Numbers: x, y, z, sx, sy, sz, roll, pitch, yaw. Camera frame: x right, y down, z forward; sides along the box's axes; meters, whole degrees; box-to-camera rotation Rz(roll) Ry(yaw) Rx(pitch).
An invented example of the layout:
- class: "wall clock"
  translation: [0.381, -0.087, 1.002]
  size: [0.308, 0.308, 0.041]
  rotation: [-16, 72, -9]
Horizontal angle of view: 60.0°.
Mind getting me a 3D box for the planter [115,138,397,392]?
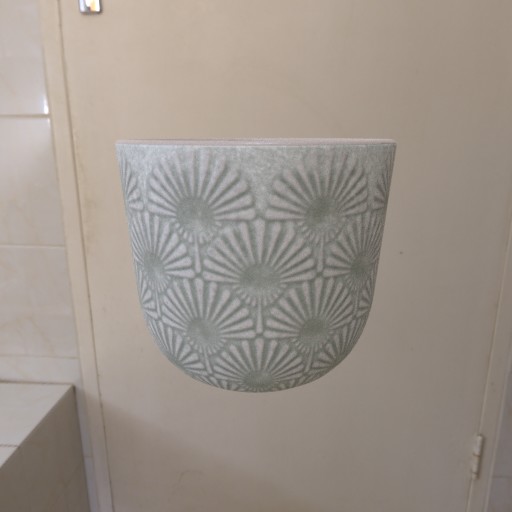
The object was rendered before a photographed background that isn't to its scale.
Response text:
- class: "planter"
  translation: [0.000, 0.000, 0.298]
  size: [0.170, 0.152, 0.170]
  rotation: [0, 15, 0]
